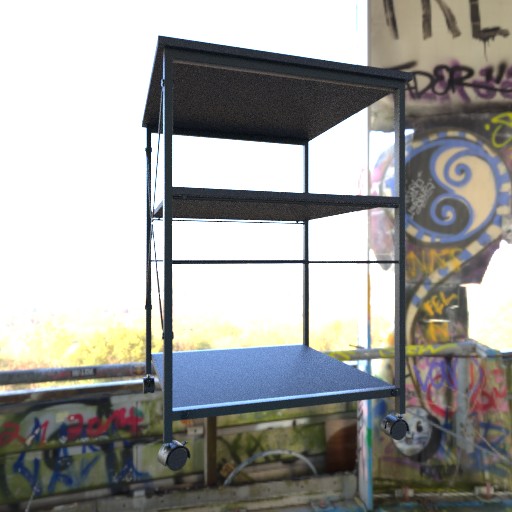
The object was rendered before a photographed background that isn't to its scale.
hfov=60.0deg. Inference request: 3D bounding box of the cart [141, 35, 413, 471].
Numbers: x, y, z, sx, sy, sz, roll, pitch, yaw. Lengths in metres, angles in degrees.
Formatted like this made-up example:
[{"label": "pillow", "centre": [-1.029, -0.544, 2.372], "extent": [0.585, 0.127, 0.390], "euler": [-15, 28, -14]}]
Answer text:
[{"label": "cart", "centre": [0.000, 0.000, 1.090], "extent": [0.520, 0.762, 0.521], "euler": [0, 0, -18]}]
